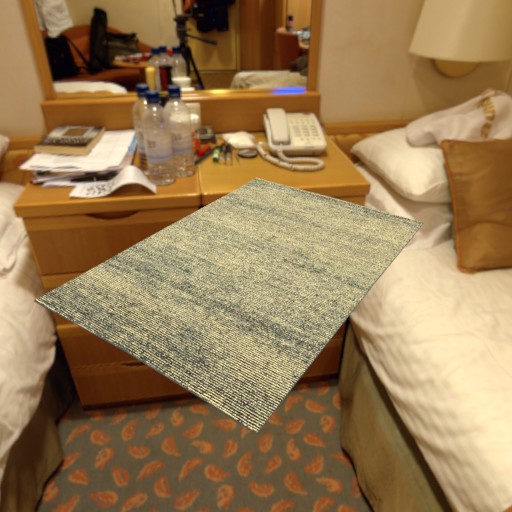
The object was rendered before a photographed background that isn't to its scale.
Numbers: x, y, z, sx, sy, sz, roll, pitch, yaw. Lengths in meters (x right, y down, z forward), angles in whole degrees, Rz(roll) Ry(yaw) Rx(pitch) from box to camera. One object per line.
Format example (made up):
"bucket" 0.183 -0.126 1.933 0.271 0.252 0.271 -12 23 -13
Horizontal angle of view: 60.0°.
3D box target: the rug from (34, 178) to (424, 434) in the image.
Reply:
"rug" 0.000 0.000 3.086 1.624 0.030 2.349 20 37 29
